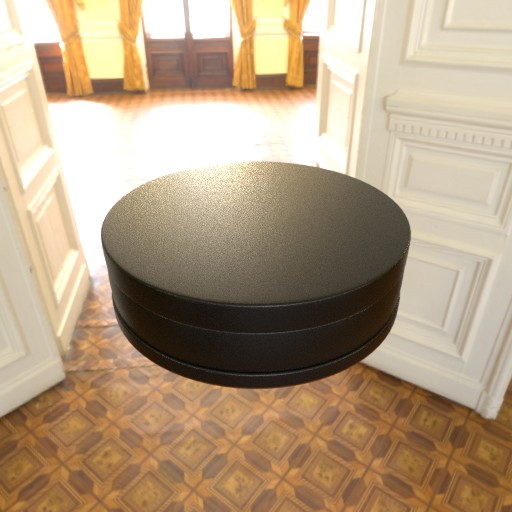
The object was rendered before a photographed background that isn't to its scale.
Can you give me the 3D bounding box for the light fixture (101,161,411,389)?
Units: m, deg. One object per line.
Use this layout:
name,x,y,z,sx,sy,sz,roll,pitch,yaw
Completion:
light fixture,0.000,0.000,0.442,0.283,0.097,0.283,0,32,0
